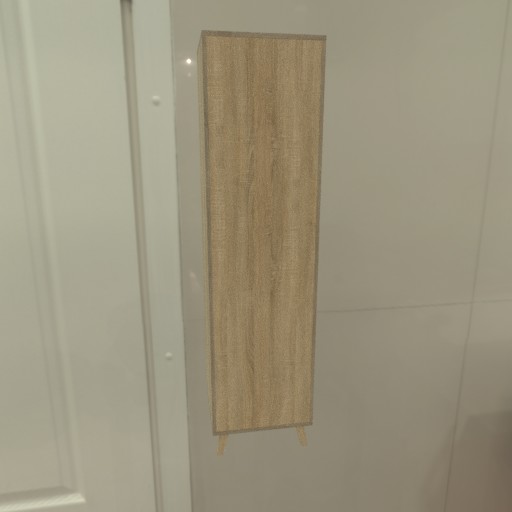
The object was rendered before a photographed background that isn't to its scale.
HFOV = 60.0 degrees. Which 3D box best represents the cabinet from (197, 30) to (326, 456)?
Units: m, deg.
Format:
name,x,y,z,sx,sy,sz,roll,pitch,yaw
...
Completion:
name,x,y,z,sx,sy,sz,roll,pitch,yaw
cabinet,0.000,0.000,2.234,0.510,1.960,0.450,-2,14,-10
